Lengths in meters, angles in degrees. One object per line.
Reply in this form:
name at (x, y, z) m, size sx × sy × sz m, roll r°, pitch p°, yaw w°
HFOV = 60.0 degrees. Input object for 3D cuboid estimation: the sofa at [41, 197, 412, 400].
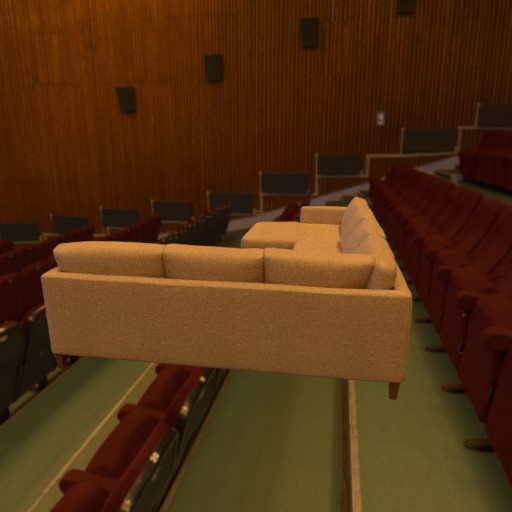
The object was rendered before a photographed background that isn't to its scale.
sofa at (0.000, 0.000, 4.640) m, size 2.594 × 0.961 × 3.460 m, roll 3°, pitch 16°, yaw 9°
